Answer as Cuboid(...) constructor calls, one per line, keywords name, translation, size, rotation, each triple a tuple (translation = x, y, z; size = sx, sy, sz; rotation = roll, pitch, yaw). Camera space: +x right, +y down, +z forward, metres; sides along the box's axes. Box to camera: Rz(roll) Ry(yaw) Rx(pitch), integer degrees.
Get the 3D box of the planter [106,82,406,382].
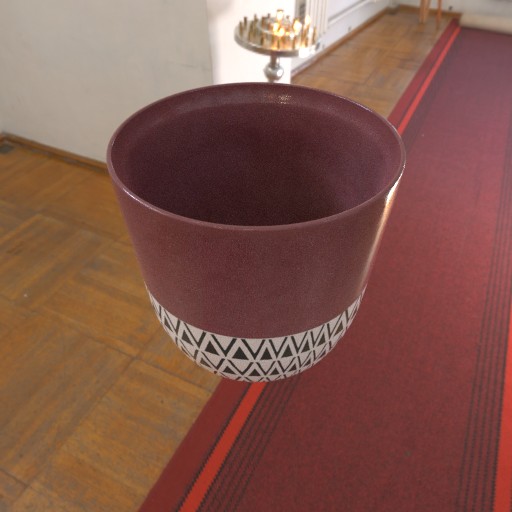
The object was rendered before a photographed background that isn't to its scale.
Cuboid(name="planter", translation=(0.000, 0.000, 0.368), size=(0.195, 0.214, 0.195), rotation=(0, 42, 0))
